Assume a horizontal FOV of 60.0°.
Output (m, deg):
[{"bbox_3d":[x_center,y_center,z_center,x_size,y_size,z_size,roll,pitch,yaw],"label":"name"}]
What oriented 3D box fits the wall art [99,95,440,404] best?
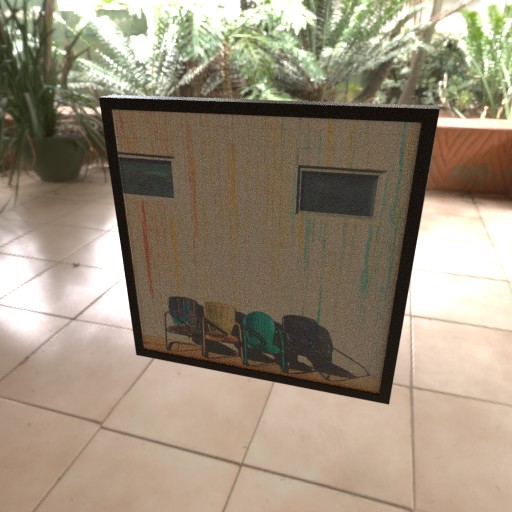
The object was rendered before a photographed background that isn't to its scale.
[{"bbox_3d":[0.000,0.000,0.762,0.506,0.506,0.037,7,27,14],"label":"wall art"}]
